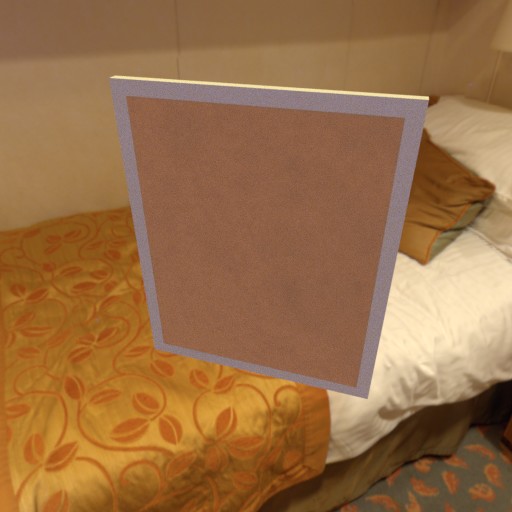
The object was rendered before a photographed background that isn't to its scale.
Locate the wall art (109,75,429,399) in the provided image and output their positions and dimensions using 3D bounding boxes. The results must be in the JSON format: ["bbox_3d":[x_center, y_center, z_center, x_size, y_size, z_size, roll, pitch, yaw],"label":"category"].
[{"bbox_3d":[0.000,0.000,1.112,0.661,0.811,0.026,9,34,14],"label":"wall art"}]
